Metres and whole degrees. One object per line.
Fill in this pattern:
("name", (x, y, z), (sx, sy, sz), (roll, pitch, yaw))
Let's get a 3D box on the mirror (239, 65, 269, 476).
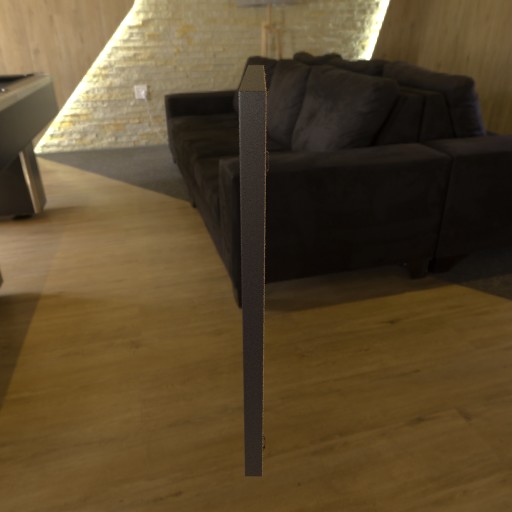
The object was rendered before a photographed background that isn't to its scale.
("mirror", (0.000, 0.000, 0.934), (0.039, 0.710, 0.507), (0, 27, 0))
